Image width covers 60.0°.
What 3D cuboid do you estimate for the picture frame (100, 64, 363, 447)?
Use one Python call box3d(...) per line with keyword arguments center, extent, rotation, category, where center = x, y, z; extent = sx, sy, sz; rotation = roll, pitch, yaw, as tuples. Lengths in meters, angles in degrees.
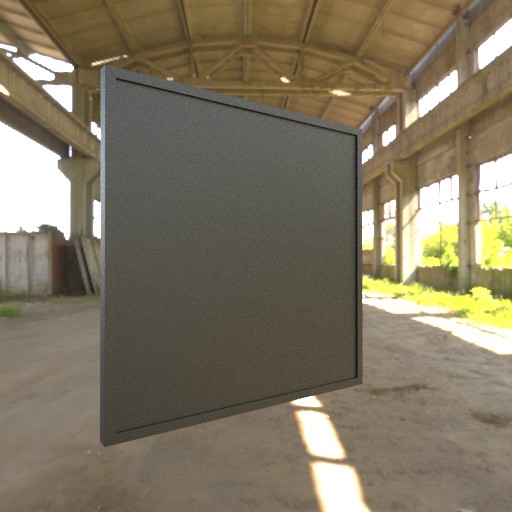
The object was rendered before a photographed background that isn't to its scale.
box3d(center=(0.000, 0.000, 1.135), extent=(0.775, 0.775, 0.032), rotation=(0, 0, -36), category="picture frame")
